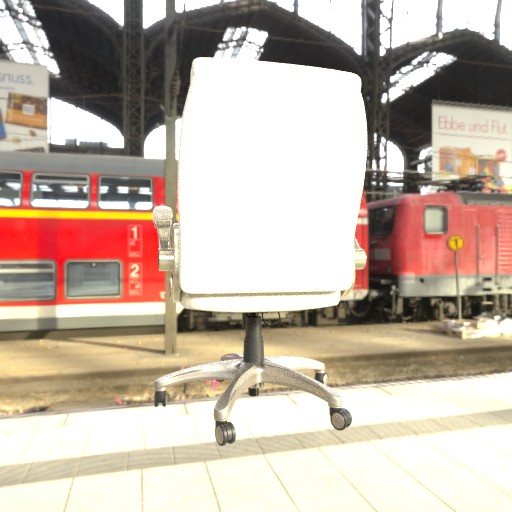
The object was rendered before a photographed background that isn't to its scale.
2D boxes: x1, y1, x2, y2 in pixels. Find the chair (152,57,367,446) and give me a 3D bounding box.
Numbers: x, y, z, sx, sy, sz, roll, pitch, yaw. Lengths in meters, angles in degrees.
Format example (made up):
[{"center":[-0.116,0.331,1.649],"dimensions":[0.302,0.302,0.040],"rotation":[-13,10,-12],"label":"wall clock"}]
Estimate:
[{"center":[0.000,0.000,1.623],"dimensions":[0.740,1.110,0.794],"rotation":[0,0,-17],"label":"chair"}]
